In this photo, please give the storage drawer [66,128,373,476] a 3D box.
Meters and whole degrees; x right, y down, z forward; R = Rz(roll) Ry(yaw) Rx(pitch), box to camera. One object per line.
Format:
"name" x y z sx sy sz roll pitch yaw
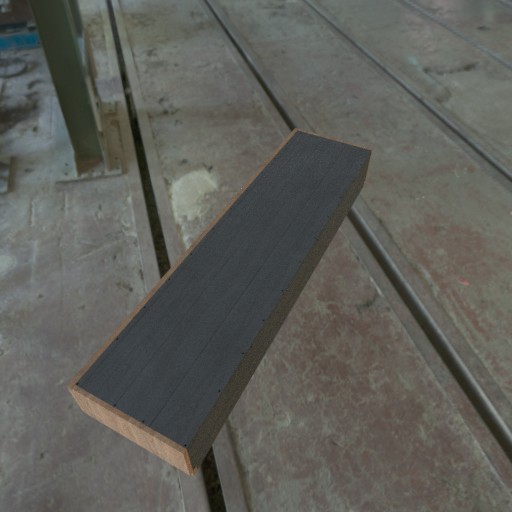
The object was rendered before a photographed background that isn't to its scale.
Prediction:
"storage drawer" 0.000 0.000 2.258 0.538 0.264 2.032 21 50 19
